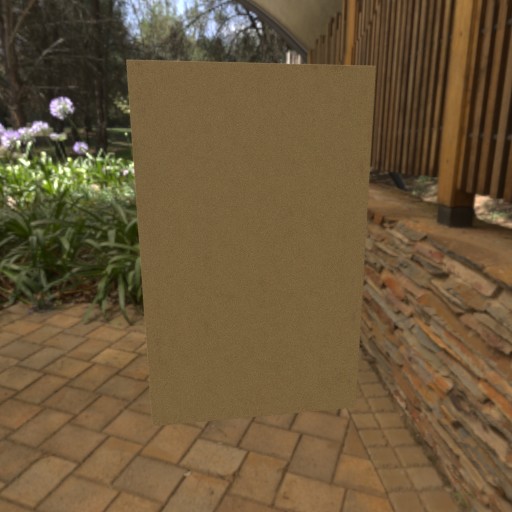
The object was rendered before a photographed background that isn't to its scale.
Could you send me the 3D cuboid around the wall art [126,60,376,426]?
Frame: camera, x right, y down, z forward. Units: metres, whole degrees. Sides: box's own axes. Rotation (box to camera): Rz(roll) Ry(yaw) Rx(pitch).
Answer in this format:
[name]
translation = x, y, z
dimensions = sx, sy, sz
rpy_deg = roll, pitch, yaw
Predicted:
[wall art]
translation = 0.000, 0.000, 1.007
dimensions = 0.510, 0.810, 0.039
rpy_deg = -2, 15, -8
